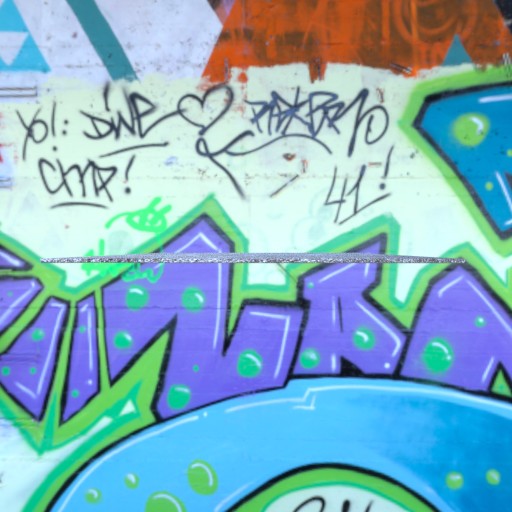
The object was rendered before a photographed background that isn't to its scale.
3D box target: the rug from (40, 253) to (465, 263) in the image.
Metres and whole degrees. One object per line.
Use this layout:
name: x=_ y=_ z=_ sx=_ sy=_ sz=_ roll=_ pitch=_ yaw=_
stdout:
rug: x=0.000 y=0.000 z=3.987 sx=2.401 sy=0.025 sz=3.000 roll=0 pitch=1 yaw=1
